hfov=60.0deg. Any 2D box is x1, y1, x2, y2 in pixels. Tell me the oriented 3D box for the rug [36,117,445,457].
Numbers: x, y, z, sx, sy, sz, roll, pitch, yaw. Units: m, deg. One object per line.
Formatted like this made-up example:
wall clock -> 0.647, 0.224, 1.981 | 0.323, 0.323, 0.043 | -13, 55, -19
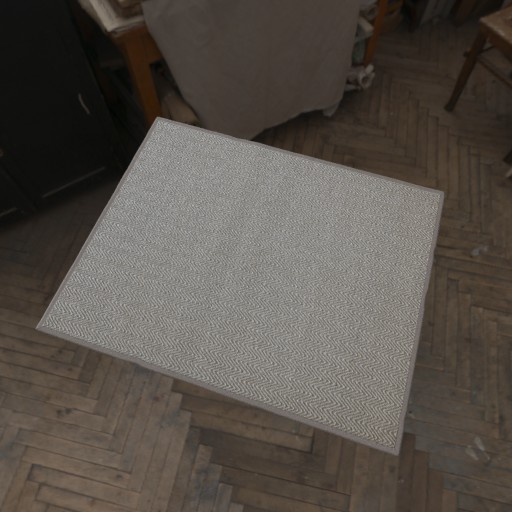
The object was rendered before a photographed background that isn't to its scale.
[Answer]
rug -> 0.000, 0.000, 3.936 | 3.007, 0.032, 2.434 | 17, 65, 8
